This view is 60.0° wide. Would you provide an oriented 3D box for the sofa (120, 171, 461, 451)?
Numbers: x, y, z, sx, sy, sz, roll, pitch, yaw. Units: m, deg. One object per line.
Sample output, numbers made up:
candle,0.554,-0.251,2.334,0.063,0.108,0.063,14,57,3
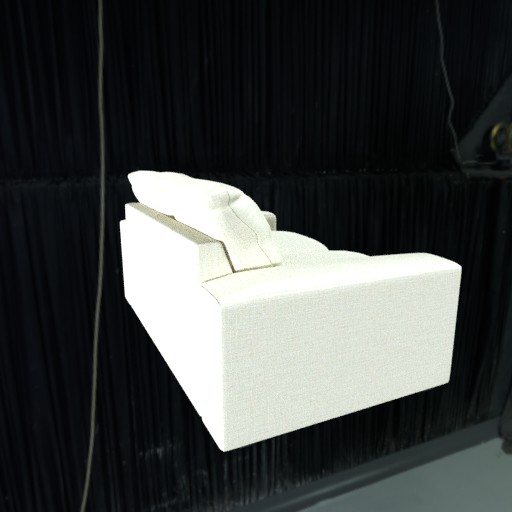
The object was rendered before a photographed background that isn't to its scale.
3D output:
sofa,0.000,0.000,2.321,1.091,0.875,1.754,-6,15,-25
